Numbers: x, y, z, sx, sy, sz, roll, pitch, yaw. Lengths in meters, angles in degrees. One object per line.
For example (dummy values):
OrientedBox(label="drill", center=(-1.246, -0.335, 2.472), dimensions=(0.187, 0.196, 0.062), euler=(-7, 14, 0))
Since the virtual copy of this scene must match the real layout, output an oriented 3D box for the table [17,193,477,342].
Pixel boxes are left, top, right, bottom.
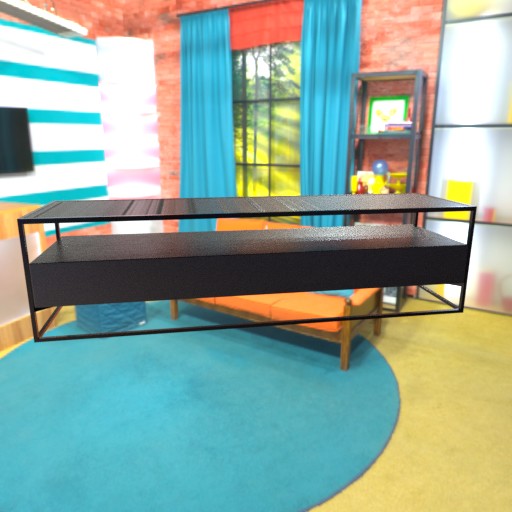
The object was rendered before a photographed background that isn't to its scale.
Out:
OrientedBox(label="table", center=(0.000, 0.000, 1.657), dimensions=(1.486, 0.395, 0.399), euler=(-2, 15, -9))
